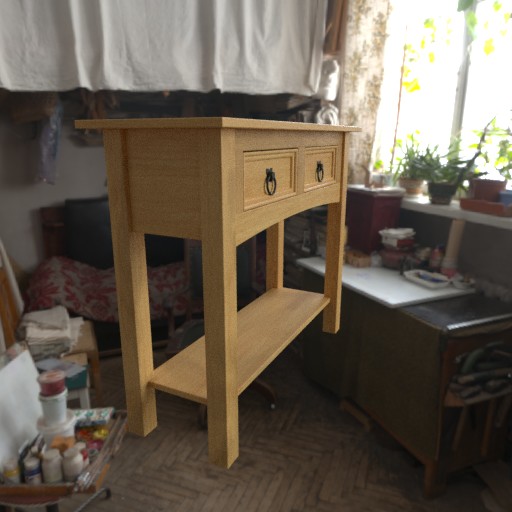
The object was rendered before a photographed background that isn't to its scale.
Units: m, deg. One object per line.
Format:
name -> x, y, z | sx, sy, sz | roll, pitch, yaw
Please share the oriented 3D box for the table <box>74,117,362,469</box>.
table -> 0.000, 0.000, 1.276 | 0.340, 0.728, 0.900 | 8, 17, 26
